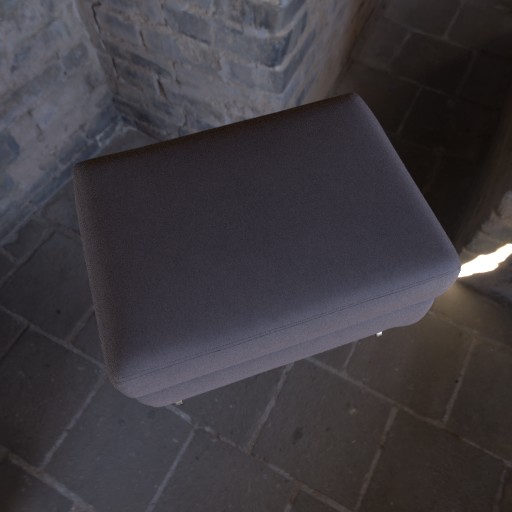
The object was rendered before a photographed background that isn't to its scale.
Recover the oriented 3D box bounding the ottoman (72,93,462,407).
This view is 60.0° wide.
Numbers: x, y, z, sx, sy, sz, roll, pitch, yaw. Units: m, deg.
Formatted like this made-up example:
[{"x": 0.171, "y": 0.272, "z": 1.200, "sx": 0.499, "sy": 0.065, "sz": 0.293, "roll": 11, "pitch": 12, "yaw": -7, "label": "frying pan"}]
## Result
[{"x": 0.000, "y": 0.000, "z": 1.166, "sx": 0.773, "sy": 0.497, "sz": 0.574, "roll": -17, "pitch": 65, "yaw": -8, "label": "ottoman"}]
